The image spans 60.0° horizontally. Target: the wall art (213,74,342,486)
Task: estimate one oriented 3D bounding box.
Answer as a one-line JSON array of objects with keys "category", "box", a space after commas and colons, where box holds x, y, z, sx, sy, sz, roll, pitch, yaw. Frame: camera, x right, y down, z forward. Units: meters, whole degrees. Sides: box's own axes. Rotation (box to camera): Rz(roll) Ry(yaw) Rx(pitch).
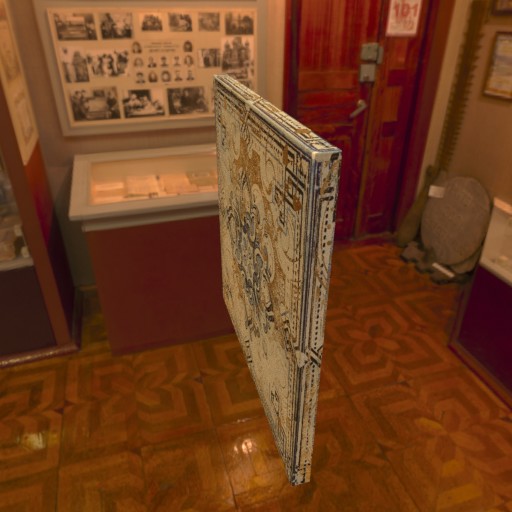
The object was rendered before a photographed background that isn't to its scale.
[{"category": "wall art", "box": [0.000, 0.000, 0.897, 0.036, 0.607, 0.609, -8, 31, -13]}]
